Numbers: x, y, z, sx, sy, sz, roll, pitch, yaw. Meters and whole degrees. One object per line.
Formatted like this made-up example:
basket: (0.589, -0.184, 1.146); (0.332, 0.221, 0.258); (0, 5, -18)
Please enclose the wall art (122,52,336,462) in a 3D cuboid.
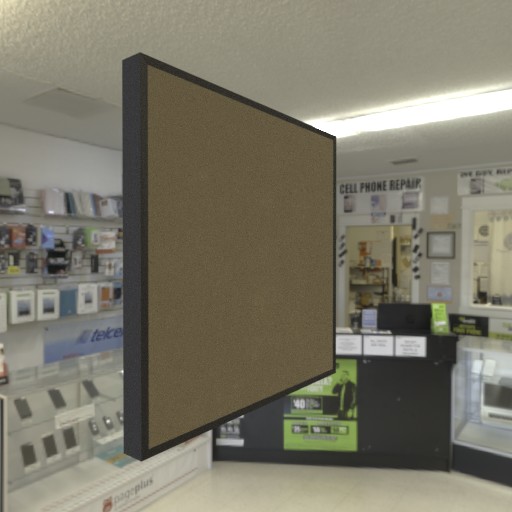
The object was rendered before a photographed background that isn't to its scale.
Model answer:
wall art: (0.000, 0.000, 0.760); (0.037, 0.507, 0.509); (1, 1, 38)
